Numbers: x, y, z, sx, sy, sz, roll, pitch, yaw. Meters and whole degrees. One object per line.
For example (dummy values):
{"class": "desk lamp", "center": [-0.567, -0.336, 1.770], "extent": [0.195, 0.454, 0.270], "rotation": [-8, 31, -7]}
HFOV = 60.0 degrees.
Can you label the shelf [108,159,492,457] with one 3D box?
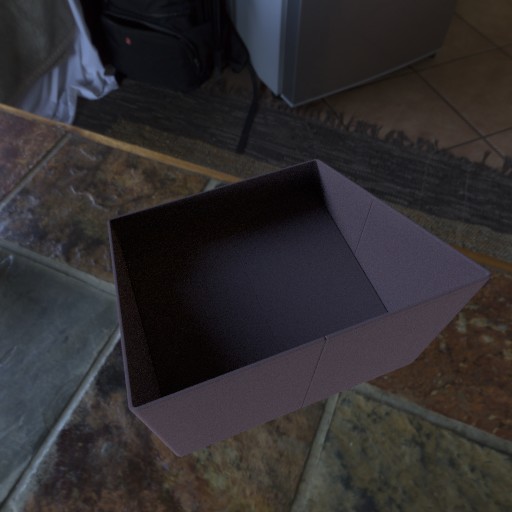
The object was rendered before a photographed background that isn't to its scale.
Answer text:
{"class": "shelf", "center": [0.000, 0.000, 0.481], "extent": [0.292, 0.210, 0.292], "rotation": [-18, 60, -11]}
